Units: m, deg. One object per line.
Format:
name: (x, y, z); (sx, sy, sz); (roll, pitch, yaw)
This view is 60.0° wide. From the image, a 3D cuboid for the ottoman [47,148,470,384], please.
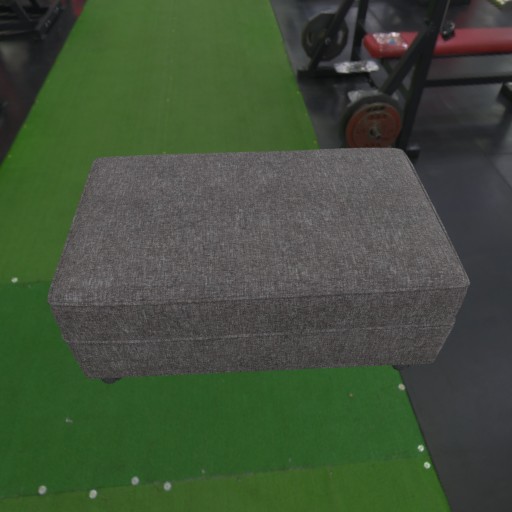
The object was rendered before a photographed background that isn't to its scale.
ottoman: (0.000, 0.000, 1.562); (1.184, 0.487, 0.717); (-2, 46, -2)
